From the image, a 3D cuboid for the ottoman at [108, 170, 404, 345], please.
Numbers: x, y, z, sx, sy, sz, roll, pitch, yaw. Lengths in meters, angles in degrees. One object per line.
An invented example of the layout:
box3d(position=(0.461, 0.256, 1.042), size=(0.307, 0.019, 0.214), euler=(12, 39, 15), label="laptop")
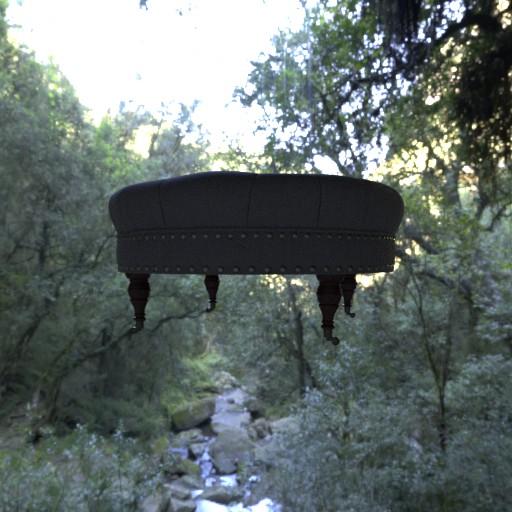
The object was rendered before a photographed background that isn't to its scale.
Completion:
box3d(position=(0.000, 0.000, 1.418), size=(0.901, 0.439, 0.901), euler=(0, -1, 0), label="ottoman")
